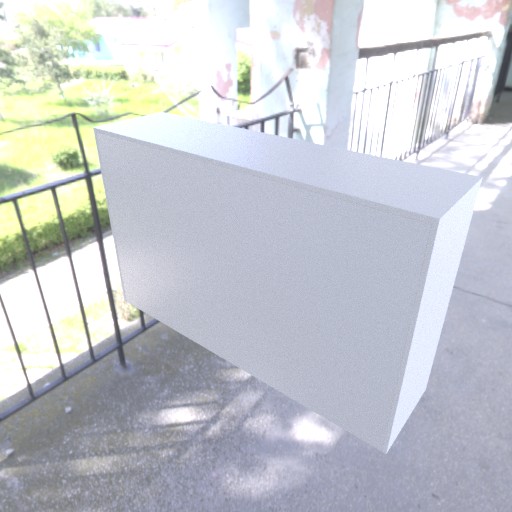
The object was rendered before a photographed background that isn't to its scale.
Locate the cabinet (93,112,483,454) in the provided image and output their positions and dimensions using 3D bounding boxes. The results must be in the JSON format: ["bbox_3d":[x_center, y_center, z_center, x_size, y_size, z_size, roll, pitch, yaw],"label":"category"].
[{"bbox_3d":[0.000,0.000,1.827,1.450,0.900,0.380,22,36,33],"label":"cabinet"}]
